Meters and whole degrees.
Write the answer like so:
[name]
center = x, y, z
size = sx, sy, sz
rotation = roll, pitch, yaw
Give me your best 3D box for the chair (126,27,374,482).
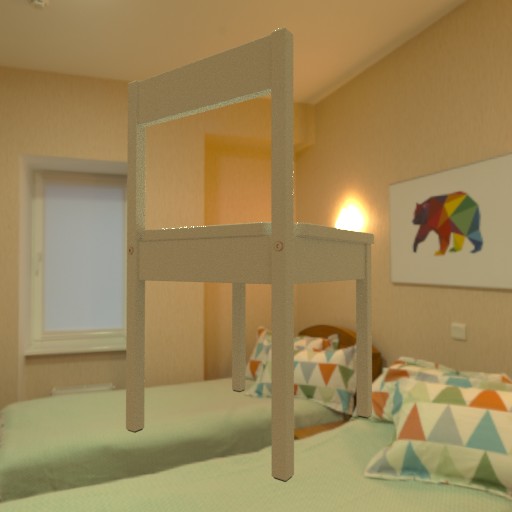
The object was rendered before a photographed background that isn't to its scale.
[chair]
center = 0.000, 0.000, 0.894
size = 0.367, 0.668, 0.361
rotation = -1, -1, 35
